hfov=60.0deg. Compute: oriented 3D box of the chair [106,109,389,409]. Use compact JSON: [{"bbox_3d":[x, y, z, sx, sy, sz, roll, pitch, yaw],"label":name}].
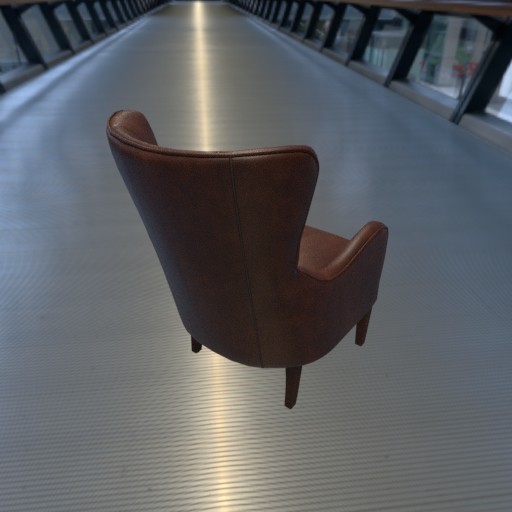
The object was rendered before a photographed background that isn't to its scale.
[{"bbox_3d":[0.000,0.000,1.631,0.692,1.048,0.914,21,36,32],"label":"chair"}]
